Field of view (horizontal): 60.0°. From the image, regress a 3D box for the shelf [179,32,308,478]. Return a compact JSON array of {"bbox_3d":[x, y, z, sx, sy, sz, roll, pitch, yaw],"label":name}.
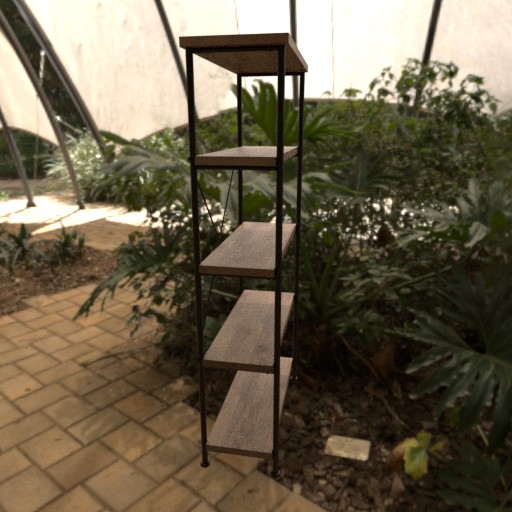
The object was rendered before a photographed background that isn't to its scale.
[{"bbox_3d":[0.000,0.000,2.027,0.360,1.700,0.800,3,17,10],"label":"shelf"}]
